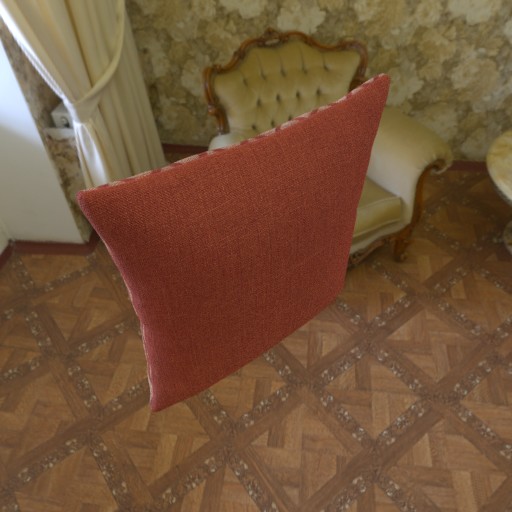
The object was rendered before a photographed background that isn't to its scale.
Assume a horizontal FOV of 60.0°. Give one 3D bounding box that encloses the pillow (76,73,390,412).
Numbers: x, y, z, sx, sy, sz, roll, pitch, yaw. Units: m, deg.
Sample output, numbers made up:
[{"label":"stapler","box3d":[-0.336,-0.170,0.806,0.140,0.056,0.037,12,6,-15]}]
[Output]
[{"label":"pillow","box3d":[0.000,0.000,0.646,0.429,0.434,0.159,-30,53,-26]}]
